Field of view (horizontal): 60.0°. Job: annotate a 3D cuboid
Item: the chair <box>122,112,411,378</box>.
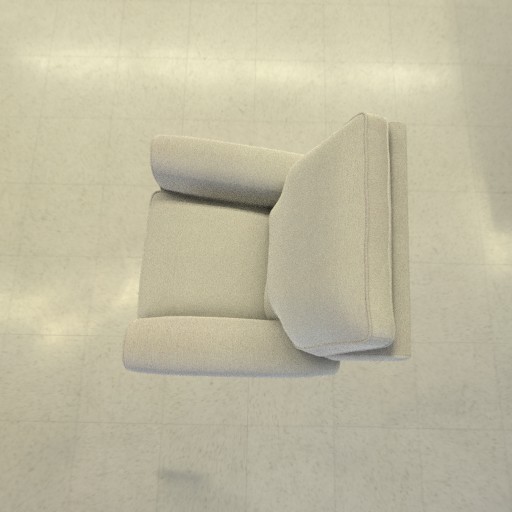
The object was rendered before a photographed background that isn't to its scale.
[{"bbox_3d":[0.000,0.000,1.643,0.878,0.960,0.890,4,76,1],"label":"chair"}]
